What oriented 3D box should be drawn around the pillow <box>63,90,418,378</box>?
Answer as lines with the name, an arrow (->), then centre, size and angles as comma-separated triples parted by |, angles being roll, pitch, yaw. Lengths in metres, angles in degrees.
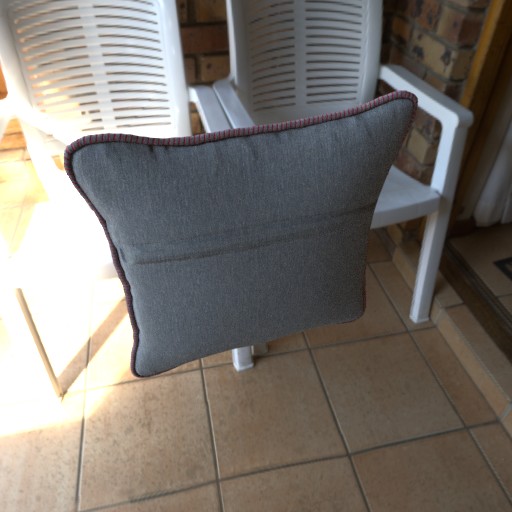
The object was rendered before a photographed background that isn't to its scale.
pillow -> 0.000, 0.000, 0.724 | 0.482, 0.491, 0.124 | -12, 43, -13
